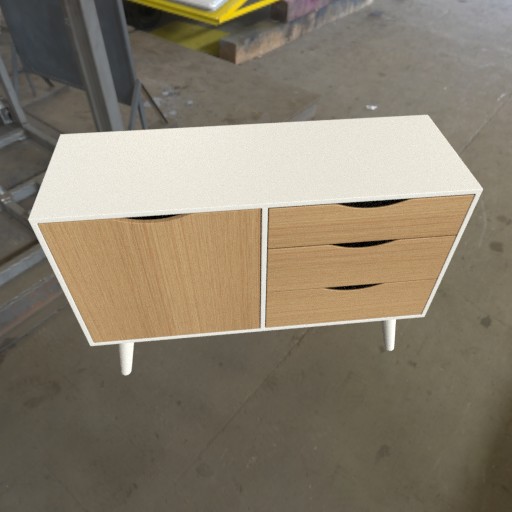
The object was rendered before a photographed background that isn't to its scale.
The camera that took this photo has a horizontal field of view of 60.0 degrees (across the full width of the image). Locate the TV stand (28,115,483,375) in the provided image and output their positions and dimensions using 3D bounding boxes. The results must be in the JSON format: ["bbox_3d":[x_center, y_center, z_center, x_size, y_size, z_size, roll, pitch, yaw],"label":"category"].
[{"bbox_3d":[0.000,0.000,1.588,1.193,0.812,0.406,-4,46,-4],"label":"TV stand"}]
